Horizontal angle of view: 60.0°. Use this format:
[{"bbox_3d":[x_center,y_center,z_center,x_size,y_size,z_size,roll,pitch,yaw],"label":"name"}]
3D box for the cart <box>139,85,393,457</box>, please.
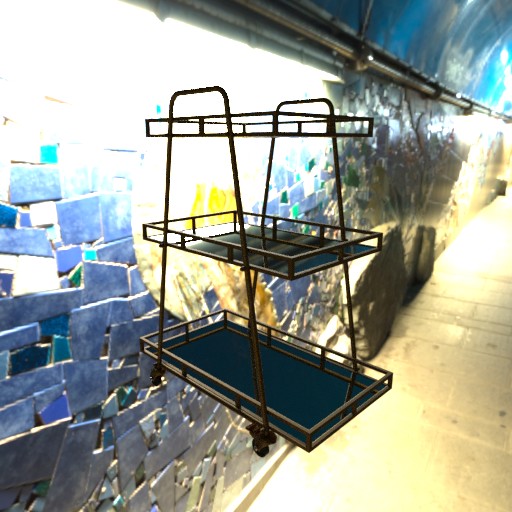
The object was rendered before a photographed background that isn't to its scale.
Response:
[{"bbox_3d":[0.000,0.000,1.281,0.711,0.883,0.441,14,20,43],"label":"cart"}]
